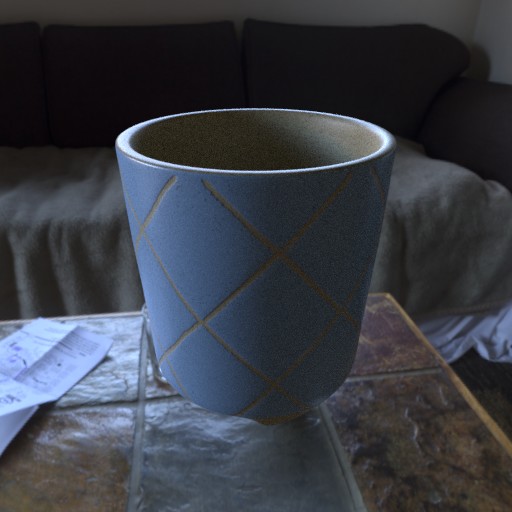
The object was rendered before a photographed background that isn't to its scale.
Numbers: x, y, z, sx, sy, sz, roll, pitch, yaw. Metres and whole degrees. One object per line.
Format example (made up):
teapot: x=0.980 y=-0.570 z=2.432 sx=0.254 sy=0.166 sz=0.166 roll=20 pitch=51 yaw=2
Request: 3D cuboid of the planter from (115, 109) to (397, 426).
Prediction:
planter: x=0.000 y=0.000 z=0.426 sx=0.227 sy=0.235 sz=0.227 roll=0 pitch=28 yaw=0
